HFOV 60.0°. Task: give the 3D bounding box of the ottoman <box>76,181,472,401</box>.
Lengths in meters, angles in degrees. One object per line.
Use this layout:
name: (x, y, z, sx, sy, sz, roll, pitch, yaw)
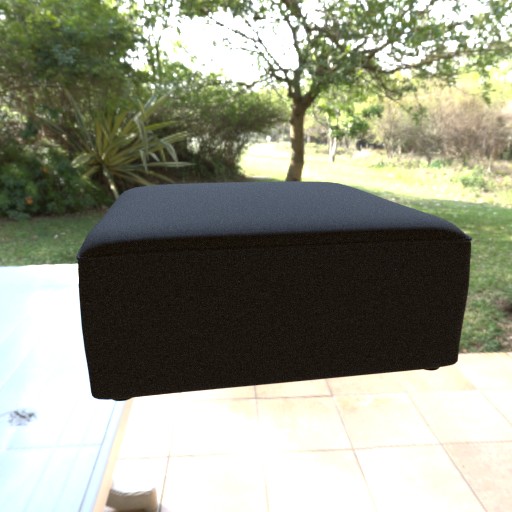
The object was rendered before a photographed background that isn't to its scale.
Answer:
ottoman: (0.000, 0.000, 1.589, 1.015, 0.464, 1.005, -3, 17, -9)
